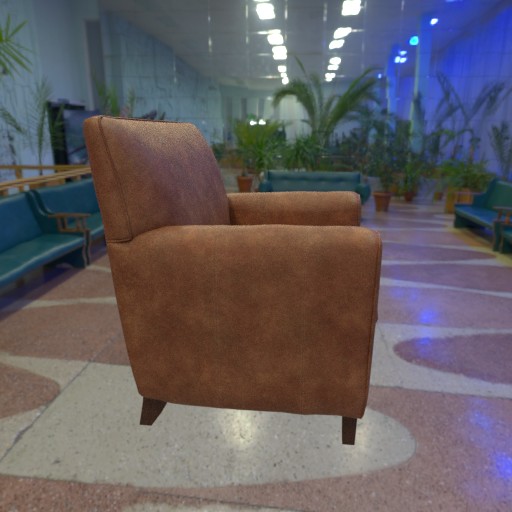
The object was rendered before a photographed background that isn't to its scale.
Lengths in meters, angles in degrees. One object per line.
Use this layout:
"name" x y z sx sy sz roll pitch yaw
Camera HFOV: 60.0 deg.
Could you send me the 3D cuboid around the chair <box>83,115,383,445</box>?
"chair" 0.000 0.000 1.596 0.823 0.943 0.870 2 16 9
